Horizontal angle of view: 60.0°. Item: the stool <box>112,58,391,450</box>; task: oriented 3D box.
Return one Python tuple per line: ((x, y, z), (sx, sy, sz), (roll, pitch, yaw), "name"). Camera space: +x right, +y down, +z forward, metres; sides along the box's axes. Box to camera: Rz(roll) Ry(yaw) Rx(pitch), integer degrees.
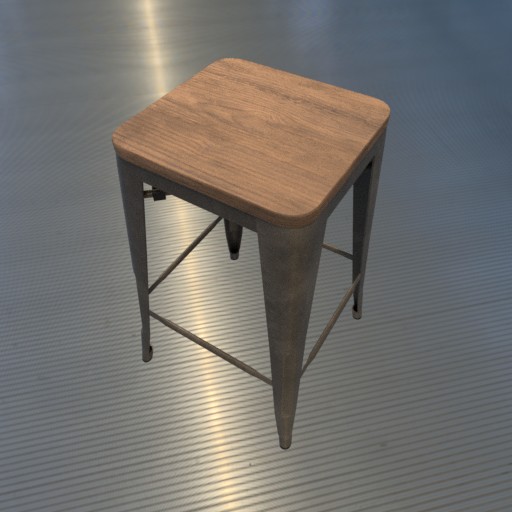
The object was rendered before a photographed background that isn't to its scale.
((0.000, 0.000, 0.884), (0.407, 0.607, 0.407), (25, 53, 20), "stool")
